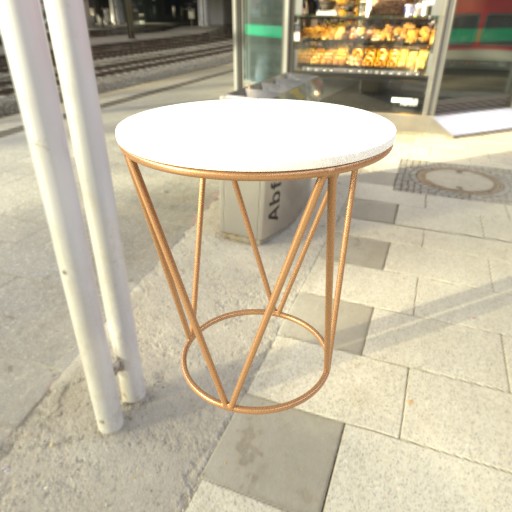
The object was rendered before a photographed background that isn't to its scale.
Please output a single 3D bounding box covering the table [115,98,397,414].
[{"bbox_3d":[0.000,0.000,0.952,0.500,0.564,0.500,0,29,0],"label":"table"}]
